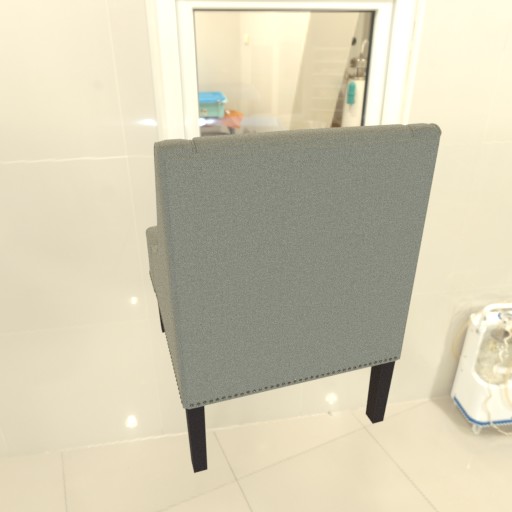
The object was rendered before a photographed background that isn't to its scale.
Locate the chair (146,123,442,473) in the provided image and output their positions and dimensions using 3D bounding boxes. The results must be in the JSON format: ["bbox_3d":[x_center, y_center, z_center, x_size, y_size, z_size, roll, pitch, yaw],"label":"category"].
[{"bbox_3d":[0.000,0.000,1.349,0.610,0.864,0.737,-8,28,-16],"label":"chair"}]
